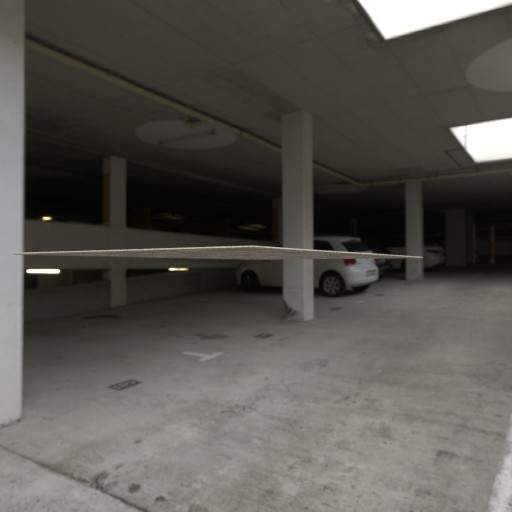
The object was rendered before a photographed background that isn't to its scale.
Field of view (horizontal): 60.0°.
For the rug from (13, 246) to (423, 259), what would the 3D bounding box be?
[{"bbox_3d":[0.000,0.000,2.829,1.522,0.008,2.284,-1,-2,34],"label":"rug"}]
